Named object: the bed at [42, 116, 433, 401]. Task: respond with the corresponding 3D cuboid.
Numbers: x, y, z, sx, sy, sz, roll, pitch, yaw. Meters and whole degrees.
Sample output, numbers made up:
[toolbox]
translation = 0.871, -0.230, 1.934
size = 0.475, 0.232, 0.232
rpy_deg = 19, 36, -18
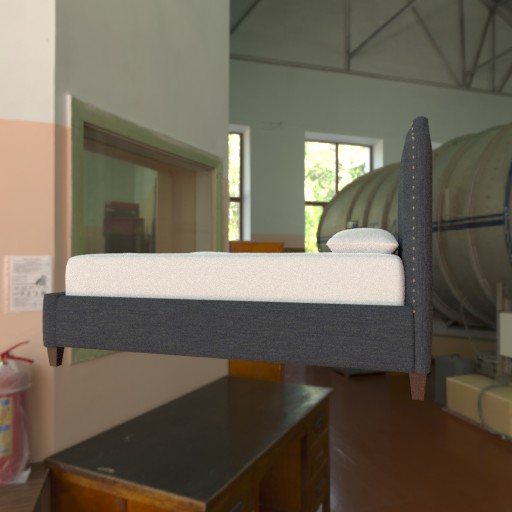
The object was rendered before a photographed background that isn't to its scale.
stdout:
[bed]
translation = 0.000, 0.000, 3.309
size = 2.372, 1.443, 1.713
rpy_deg = 0, 0, 18
